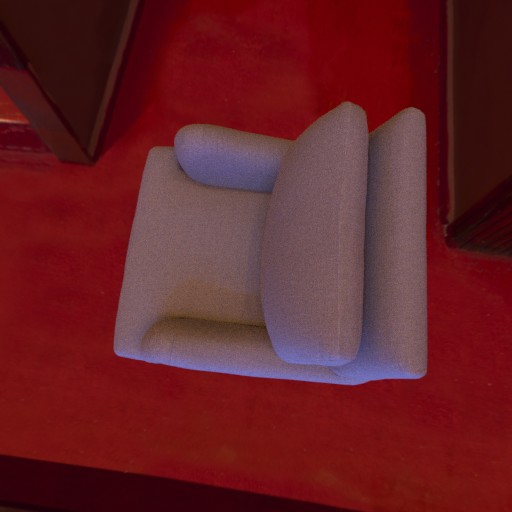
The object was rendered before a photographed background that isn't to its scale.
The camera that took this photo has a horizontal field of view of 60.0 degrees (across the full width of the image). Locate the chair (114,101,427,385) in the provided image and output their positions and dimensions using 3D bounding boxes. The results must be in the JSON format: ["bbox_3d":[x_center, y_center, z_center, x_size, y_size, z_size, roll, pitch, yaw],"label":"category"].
[{"bbox_3d":[0.000,0.000,1.823,1.070,1.038,0.955,5,74,2],"label":"chair"}]
